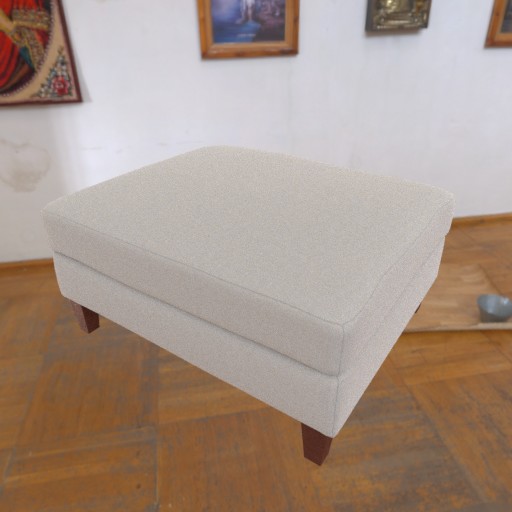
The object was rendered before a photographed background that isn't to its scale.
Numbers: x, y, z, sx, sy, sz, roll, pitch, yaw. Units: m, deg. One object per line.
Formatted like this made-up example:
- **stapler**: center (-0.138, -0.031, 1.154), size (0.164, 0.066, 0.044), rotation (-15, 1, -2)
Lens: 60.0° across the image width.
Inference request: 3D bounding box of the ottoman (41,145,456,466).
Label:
- **ottoman**: center (0.000, 0.000, 1.414), size (0.976, 0.492, 0.836), rotation (19, 34, 30)
